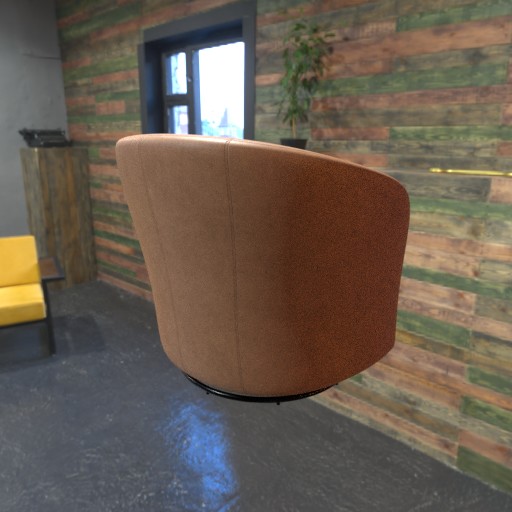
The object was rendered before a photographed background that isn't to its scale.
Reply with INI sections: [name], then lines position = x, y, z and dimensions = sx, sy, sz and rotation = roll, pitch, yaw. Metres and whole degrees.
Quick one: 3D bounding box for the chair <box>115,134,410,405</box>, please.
[chair]
position = 0.000, 0.000, 1.464
dimensions = 0.791, 0.771, 0.815
rotation = 14, 20, 43
